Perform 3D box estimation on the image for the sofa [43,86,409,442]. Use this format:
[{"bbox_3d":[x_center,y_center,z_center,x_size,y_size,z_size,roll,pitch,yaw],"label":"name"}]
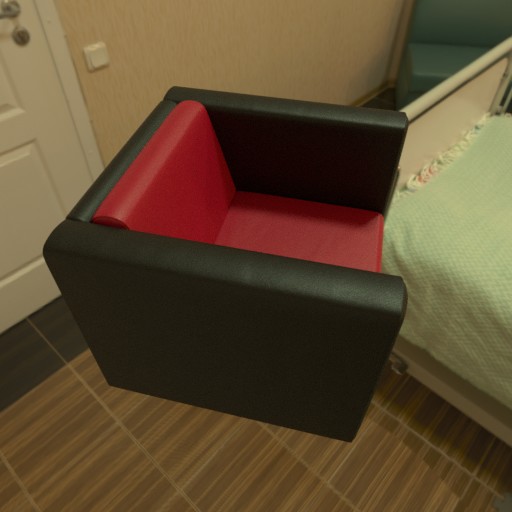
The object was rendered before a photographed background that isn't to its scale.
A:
[{"bbox_3d":[0.000,0.000,1.440,0.809,0.724,0.839,10,47,9],"label":"sofa"}]
